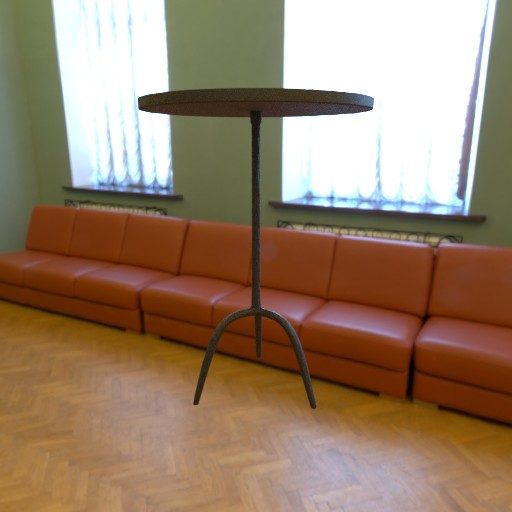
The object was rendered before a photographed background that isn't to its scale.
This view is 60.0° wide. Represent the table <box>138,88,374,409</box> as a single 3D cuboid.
[{"bbox_3d":[0.000,0.000,1.058,0.502,0.700,0.502,7,16,26],"label":"table"}]
